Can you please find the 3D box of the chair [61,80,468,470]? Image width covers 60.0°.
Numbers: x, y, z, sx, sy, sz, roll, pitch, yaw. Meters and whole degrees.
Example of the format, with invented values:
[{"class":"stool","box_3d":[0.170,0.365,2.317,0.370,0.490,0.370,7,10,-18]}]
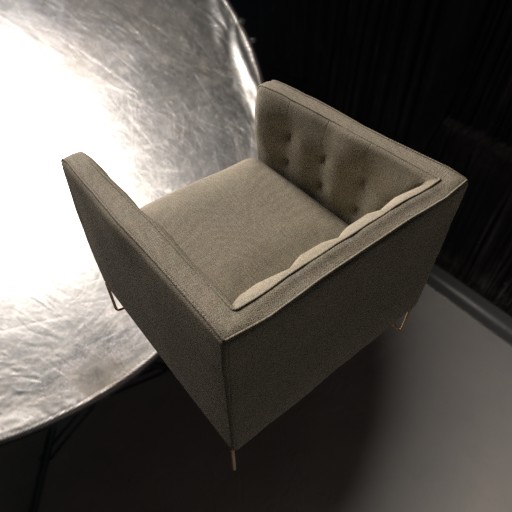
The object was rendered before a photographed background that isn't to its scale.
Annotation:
[{"class":"chair","box_3d":[0.000,0.000,1.619,0.920,0.799,0.912,-30,53,-26]}]
